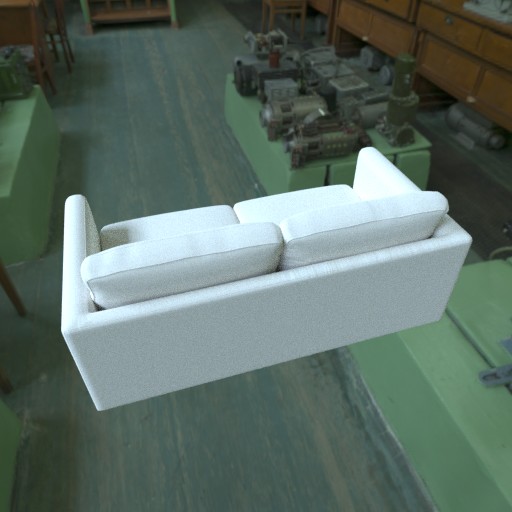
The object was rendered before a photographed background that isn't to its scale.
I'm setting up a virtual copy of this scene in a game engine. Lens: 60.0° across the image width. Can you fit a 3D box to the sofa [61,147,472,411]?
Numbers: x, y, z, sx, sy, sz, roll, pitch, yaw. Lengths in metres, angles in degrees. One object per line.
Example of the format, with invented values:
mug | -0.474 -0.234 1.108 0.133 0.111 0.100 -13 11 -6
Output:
sofa | 0.000 0.000 2.227 1.713 0.893 0.940 -11 42 -13
